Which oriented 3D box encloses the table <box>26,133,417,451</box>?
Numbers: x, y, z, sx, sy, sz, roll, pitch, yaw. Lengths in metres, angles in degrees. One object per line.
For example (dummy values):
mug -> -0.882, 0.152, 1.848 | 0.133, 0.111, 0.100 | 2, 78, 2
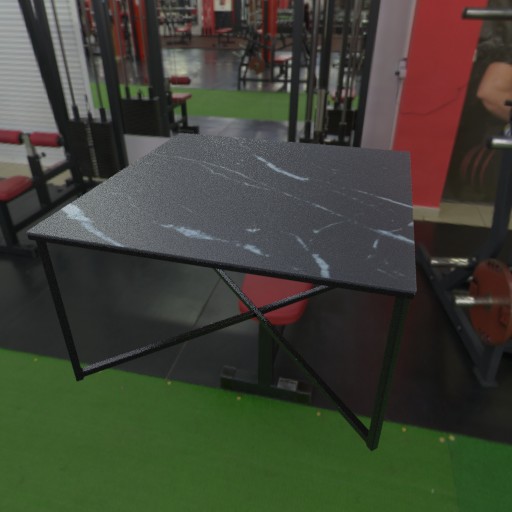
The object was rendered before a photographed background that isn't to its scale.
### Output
table -> 0.000, 0.000, 1.300 | 0.800, 0.450, 0.800 | 8, 32, 14
